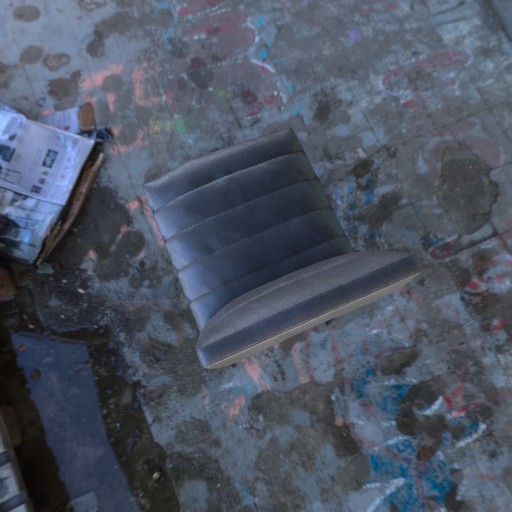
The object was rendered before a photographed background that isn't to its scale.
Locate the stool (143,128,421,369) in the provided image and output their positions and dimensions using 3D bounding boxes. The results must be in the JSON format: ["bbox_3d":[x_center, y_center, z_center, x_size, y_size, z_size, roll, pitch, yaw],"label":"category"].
[{"bbox_3d":[0.000,0.000,1.357,0.463,1.065,0.562,-23,77,-6],"label":"stool"}]
